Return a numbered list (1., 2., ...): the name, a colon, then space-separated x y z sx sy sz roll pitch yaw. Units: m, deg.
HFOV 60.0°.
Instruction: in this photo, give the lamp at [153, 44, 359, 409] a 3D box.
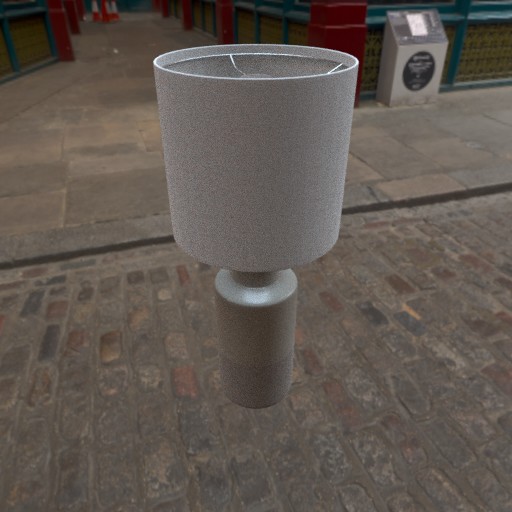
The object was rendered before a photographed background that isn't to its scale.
1. lamp: 0.000 0.000 0.598 0.212 0.493 0.212 -10 34 -15
